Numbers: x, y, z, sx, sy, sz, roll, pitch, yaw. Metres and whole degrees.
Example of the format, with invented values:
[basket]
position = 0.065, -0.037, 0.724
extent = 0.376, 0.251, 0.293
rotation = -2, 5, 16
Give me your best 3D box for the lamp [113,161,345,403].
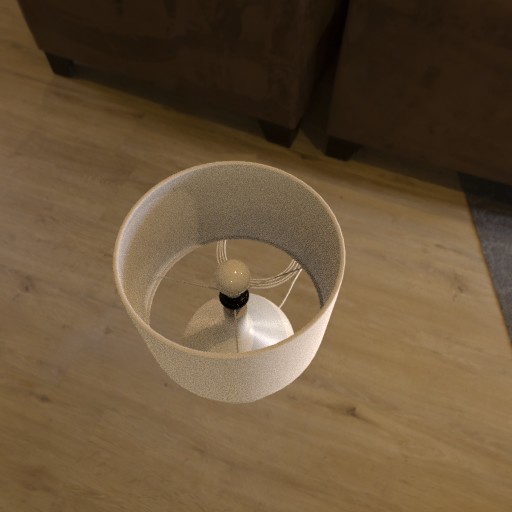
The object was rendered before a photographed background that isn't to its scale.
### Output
[lamp]
position = 0.000, 0.000, 0.843
extent = 0.401, 0.457, 0.546
rotation = 33, 64, 18
